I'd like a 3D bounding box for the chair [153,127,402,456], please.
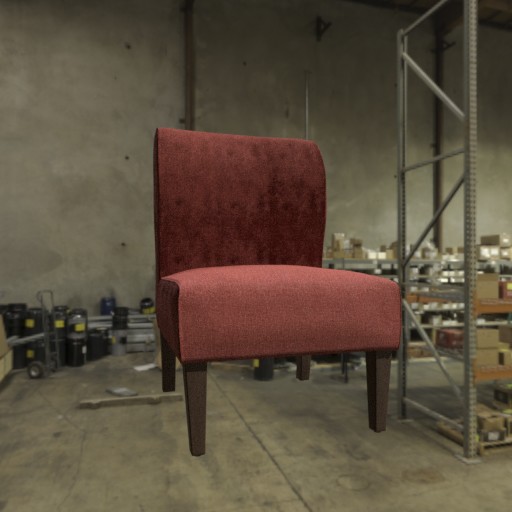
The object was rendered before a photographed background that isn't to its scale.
[{"bbox_3d":[0.000,0.000,1.259,0.538,0.846,0.640,0,-1,-17],"label":"chair"}]
